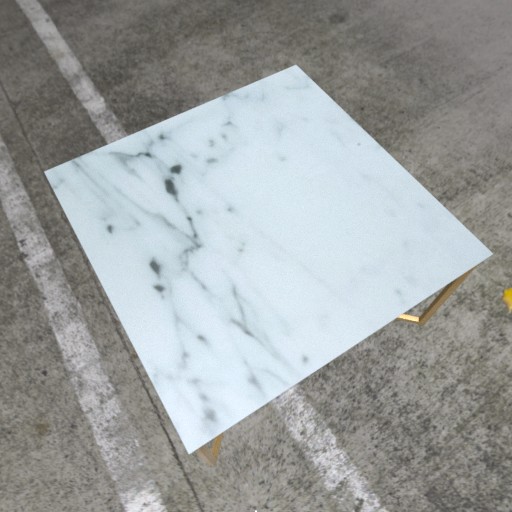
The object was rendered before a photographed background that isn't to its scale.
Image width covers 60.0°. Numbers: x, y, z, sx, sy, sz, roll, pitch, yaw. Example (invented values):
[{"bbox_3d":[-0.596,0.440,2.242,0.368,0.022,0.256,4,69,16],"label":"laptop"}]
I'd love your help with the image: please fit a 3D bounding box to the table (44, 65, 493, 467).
[{"bbox_3d":[0.000,0.000,1.286,0.800,0.450,0.800,-29,64,-15],"label":"table"}]
